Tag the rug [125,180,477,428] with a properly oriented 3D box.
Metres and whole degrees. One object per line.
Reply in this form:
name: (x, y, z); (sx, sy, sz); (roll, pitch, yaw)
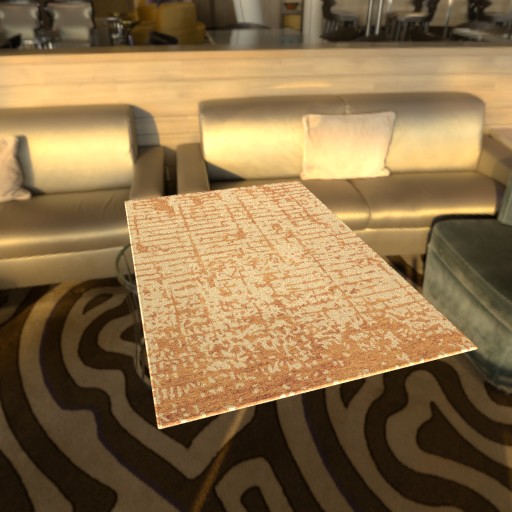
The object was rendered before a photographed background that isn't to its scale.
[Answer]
rug: (0.000, 0.000, 2.297); (1.219, 0.011, 1.829); (-9, 32, -15)
